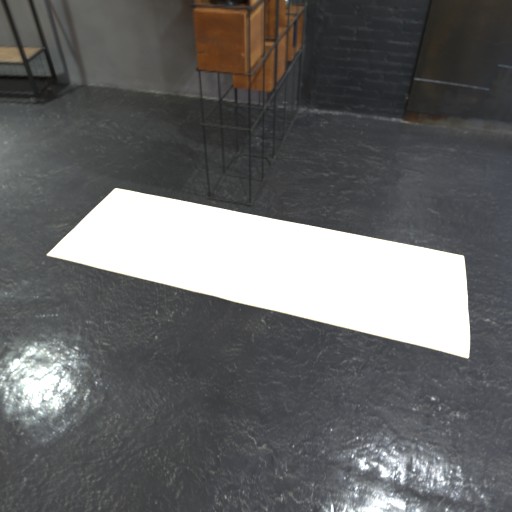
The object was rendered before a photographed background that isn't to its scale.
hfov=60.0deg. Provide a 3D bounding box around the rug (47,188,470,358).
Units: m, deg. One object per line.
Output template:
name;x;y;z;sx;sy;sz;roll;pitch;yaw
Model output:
rug;0.000;0.000;2.715;2.450;0.014;0.793;12;43;13
